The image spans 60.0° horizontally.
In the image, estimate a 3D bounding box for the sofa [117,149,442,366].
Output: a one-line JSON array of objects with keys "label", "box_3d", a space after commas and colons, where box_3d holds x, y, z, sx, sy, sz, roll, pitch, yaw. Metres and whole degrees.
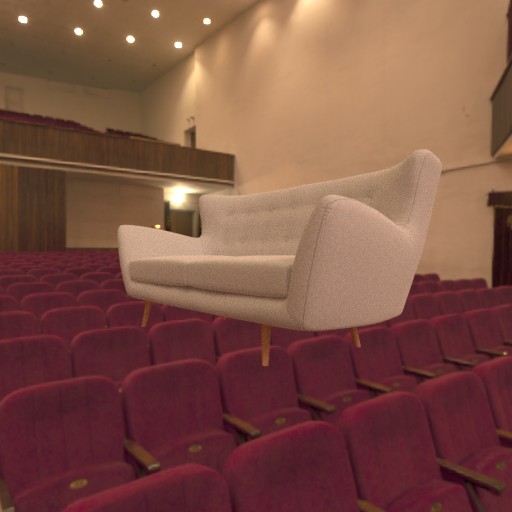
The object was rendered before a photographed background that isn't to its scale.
[{"label": "sofa", "box_3d": [0.000, 0.000, 2.421, 0.899, 0.890, 1.930, 0, 0, -37]}]
